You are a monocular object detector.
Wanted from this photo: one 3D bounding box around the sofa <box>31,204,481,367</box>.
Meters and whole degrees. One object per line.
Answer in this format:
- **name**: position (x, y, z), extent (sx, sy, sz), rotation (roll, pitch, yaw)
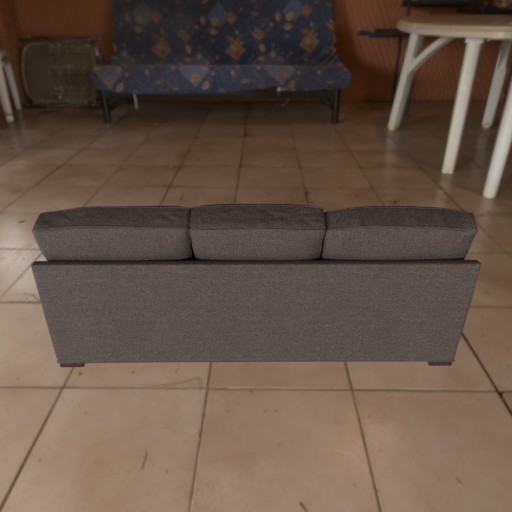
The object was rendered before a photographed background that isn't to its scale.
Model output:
- **sofa**: position (0.000, 0.000, 2.839), extent (2.369, 0.978, 1.004), rotation (0, 29, 0)
